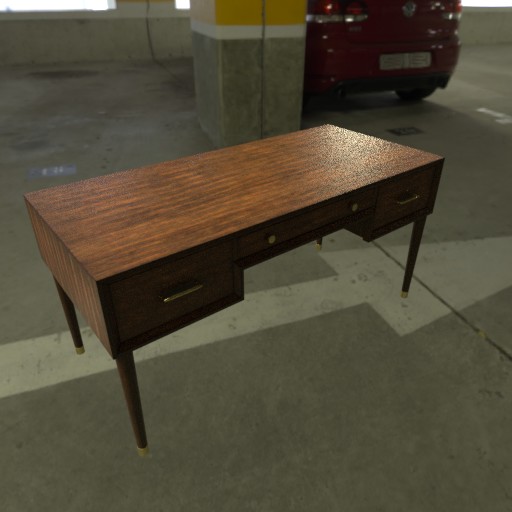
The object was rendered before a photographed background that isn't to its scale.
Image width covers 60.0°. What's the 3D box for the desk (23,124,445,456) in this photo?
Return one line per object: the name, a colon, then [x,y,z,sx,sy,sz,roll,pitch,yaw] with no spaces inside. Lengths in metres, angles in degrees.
desk: [0.000,0.000,1.970,1.575,0.762,0.724,-22,37,-32]
